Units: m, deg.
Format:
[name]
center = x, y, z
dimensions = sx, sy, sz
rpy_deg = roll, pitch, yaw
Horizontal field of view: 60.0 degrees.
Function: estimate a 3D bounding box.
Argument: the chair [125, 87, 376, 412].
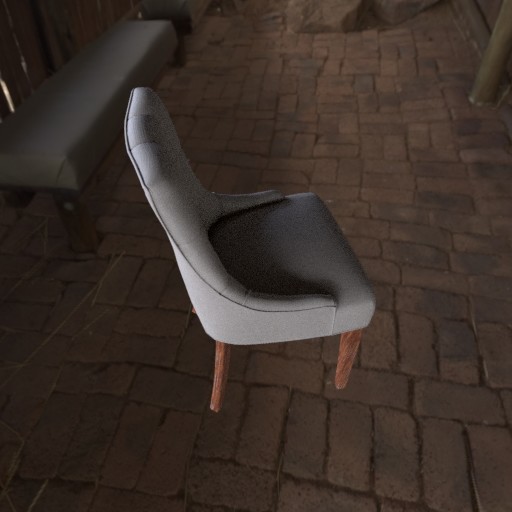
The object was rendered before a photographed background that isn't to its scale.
[chair]
center = 0.000, 0.000, 1.269
dimensions = 0.565, 0.874, 0.509
rpy_deg = -10, 45, -10
